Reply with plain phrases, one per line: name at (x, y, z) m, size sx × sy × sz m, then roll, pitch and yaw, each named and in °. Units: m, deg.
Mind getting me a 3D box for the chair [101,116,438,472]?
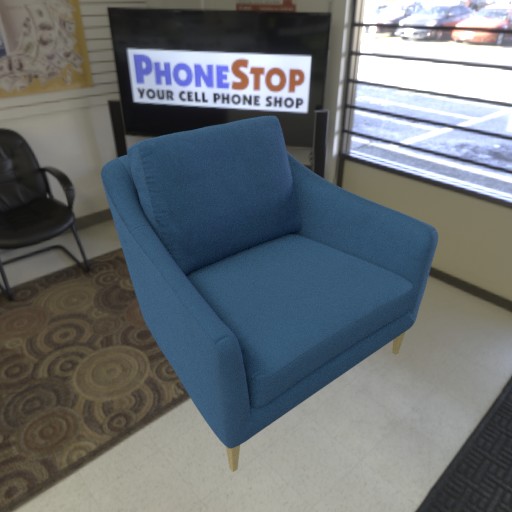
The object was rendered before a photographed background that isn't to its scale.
chair at (0.000, 0.000, 1.723) m, size 0.987 × 0.899 × 0.961 m, roll -22°, pitch 37°, yaw -33°
